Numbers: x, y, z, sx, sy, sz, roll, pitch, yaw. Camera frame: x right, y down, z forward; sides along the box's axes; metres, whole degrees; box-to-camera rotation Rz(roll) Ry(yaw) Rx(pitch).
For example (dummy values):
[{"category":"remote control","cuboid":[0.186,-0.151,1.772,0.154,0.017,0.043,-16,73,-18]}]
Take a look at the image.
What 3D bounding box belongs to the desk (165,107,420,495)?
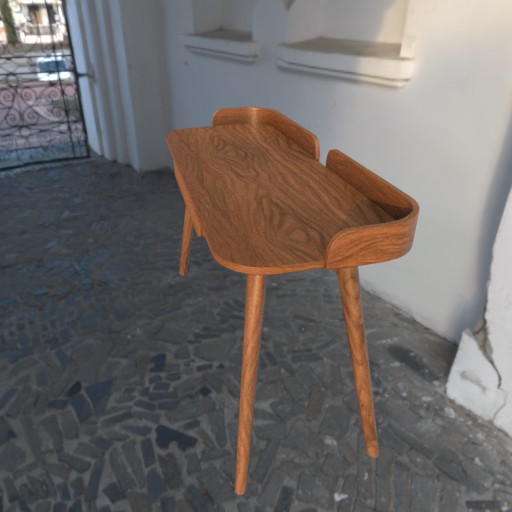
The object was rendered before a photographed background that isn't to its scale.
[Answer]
[{"category":"desk","cuboid":[0.000,0.000,1.621,0.486,0.800,1.256,-8,31,-14]}]
